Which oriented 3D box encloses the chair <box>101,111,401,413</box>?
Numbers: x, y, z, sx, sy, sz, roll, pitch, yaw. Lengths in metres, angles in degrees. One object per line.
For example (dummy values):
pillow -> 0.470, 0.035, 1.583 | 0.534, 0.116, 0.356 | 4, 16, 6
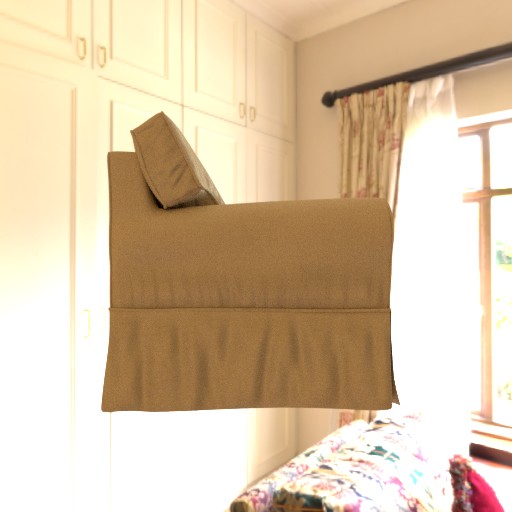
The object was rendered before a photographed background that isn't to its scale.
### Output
chair -> 0.000, 0.000, 1.831 | 0.903, 0.937, 1.096 | 0, -1, 1
